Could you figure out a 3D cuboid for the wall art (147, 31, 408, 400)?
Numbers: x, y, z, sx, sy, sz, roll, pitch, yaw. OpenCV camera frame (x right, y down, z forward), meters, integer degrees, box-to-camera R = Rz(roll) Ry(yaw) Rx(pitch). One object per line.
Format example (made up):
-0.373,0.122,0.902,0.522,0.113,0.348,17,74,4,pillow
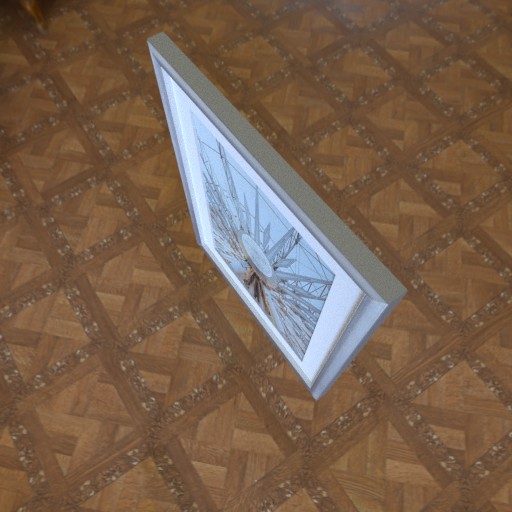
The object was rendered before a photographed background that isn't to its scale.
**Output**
0.000,0.000,0.750,0.029,0.558,0.458,-33,68,-15,wall art
